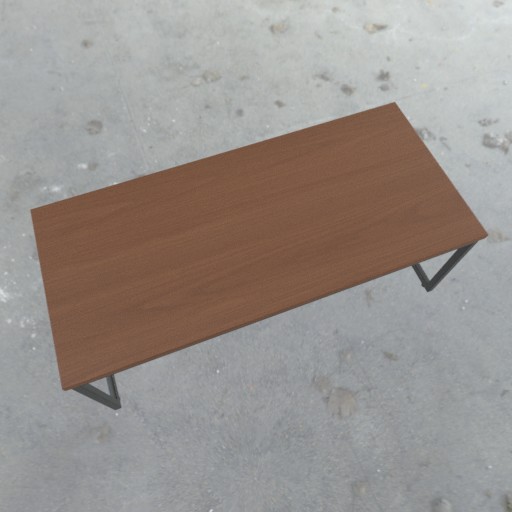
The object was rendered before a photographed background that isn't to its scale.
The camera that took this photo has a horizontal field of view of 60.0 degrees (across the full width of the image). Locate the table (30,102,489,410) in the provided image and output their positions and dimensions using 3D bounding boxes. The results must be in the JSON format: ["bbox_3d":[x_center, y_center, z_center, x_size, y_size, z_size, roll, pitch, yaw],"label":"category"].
[{"bbox_3d":[0.000,0.000,1.342,1.100,0.400,0.500,-19,65,-9],"label":"table"}]
